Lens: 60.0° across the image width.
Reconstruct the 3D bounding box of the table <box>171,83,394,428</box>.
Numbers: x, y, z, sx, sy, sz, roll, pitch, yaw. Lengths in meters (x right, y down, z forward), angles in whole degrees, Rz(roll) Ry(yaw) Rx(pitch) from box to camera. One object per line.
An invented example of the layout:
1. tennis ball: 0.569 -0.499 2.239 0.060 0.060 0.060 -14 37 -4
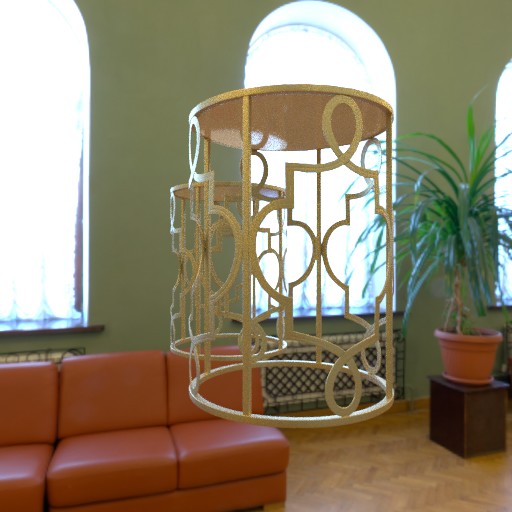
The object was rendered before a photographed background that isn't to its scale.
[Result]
1. table: 0.000 0.000 1.136 0.420 0.564 0.846 0 0 -20
